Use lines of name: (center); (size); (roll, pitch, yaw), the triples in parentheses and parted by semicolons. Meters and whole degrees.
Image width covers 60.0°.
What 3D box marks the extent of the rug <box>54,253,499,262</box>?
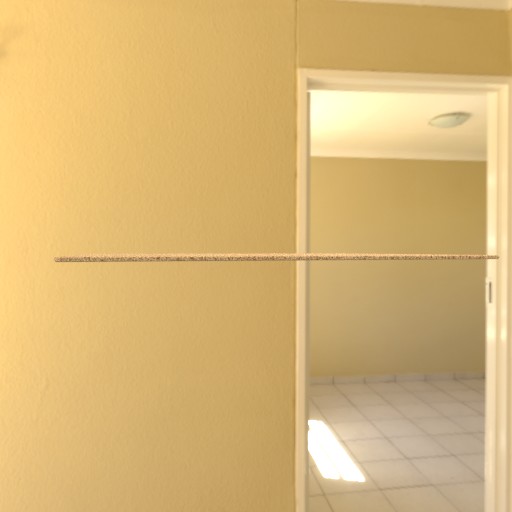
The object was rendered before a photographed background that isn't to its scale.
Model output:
rug: (0.000, 0.000, 3.993); (3.047, 0.029, 2.438); (0, 1, -17)
